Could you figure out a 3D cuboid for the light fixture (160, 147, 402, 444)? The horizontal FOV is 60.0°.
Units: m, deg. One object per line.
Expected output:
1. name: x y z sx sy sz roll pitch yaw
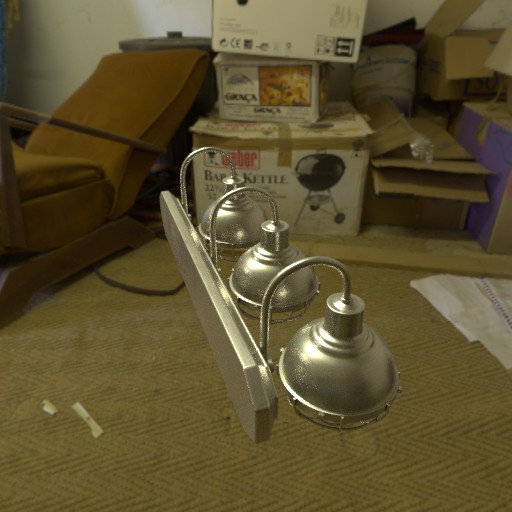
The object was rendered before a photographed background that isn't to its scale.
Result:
1. light fixture: 0.000 0.000 0.758 0.229 0.254 0.634 -10 31 -17
